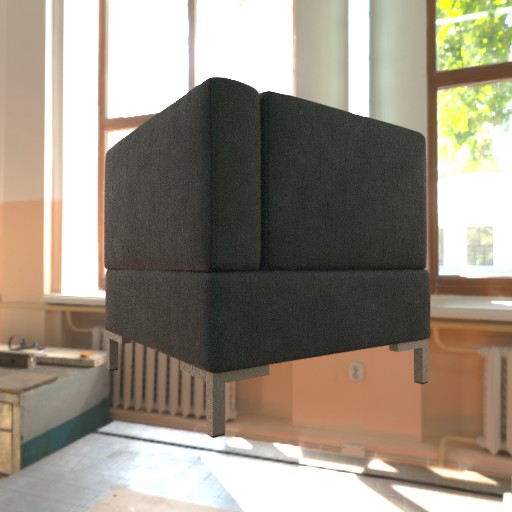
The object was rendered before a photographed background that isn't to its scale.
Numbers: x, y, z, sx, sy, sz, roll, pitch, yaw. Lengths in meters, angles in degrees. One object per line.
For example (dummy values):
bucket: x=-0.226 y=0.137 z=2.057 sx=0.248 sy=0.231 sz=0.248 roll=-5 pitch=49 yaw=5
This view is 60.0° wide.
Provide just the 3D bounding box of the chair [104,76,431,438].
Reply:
chair: x=0.000 y=0.000 z=1.235 sx=0.680 sy=0.660 sz=0.680 roll=1 pitch=-1 yaw=-35
